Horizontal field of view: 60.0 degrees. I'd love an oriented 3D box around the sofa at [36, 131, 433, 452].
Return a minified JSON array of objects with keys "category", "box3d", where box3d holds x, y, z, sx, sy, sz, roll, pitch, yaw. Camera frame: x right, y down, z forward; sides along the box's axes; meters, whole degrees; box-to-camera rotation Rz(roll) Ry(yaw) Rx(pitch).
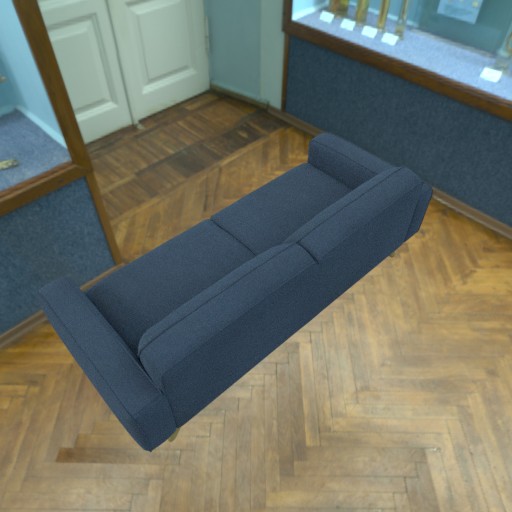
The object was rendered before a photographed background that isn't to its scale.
[{"category":"sofa","box3d":[0.000,0.000,2.681,2.270,0.782,0.953,-34,56,-27]}]
